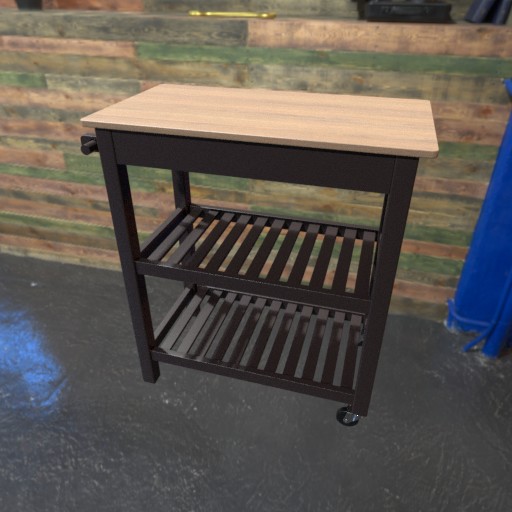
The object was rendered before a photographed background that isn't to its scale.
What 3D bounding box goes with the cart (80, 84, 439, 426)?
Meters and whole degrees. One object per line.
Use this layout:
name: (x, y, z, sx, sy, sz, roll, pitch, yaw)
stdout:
cart: (0.000, 0.000, 1.427, 0.899, 0.927, 0.457, 9, 33, 14)
